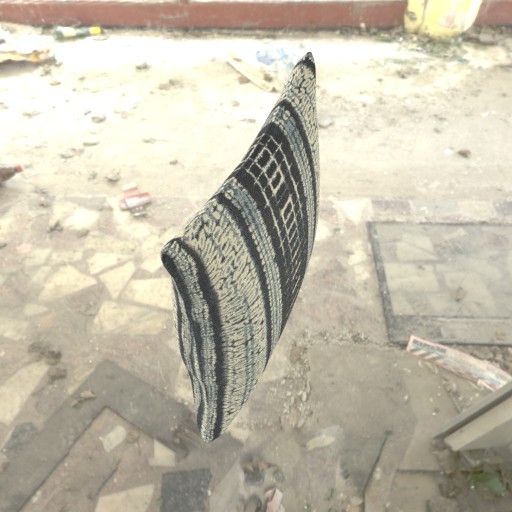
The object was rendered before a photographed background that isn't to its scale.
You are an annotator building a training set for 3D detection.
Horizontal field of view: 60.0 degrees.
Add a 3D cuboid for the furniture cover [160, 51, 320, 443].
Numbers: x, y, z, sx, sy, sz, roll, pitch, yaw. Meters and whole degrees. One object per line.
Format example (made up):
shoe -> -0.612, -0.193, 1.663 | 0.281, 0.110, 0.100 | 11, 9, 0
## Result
furniture cover -> 0.000, 0.000, 0.659 | 0.133, 0.435, 0.425 | 16, 50, 14
